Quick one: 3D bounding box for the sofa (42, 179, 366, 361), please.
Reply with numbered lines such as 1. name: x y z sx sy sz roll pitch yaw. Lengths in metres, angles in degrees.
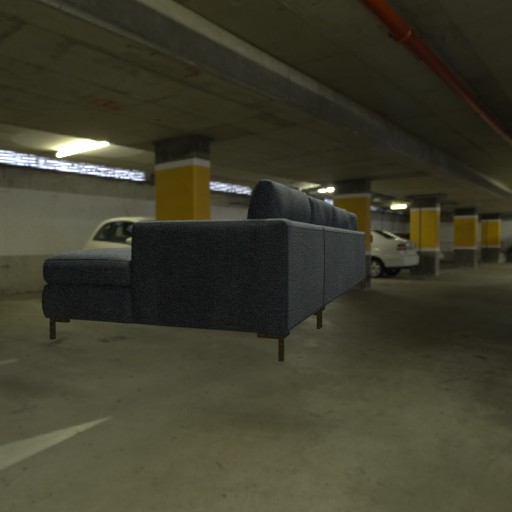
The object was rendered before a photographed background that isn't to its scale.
1. sofa: 0.000 0.000 3.448 1.350 0.810 2.932 1 2 20
